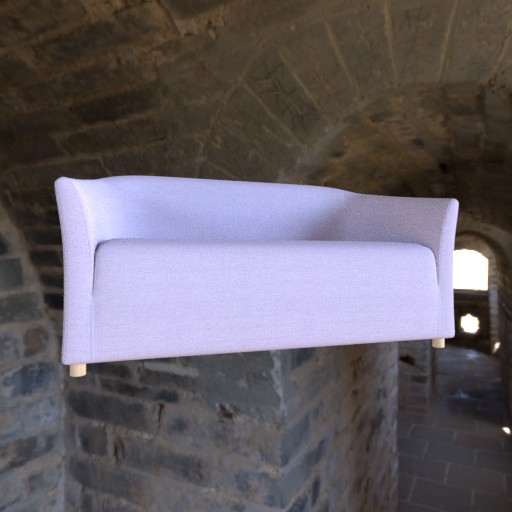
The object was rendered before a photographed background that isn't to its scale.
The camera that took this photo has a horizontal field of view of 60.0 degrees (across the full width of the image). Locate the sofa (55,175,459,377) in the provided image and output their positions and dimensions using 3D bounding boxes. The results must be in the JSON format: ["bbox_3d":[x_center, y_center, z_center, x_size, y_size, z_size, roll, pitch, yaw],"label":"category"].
[{"bbox_3d":[0.000,0.000,1.822,1.452,0.721,0.705,0,-1,-19],"label":"sofa"}]
